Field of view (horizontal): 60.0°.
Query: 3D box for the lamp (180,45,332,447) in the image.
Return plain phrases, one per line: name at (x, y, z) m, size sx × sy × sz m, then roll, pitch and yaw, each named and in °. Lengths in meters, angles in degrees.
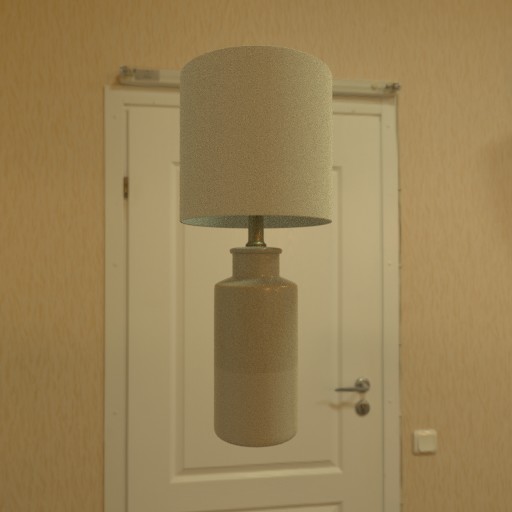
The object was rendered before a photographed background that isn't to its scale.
lamp at (0.000, 0.000, 0.623) m, size 0.212 × 0.493 × 0.212 m, roll 1°, pitch -1°, yaw -36°
